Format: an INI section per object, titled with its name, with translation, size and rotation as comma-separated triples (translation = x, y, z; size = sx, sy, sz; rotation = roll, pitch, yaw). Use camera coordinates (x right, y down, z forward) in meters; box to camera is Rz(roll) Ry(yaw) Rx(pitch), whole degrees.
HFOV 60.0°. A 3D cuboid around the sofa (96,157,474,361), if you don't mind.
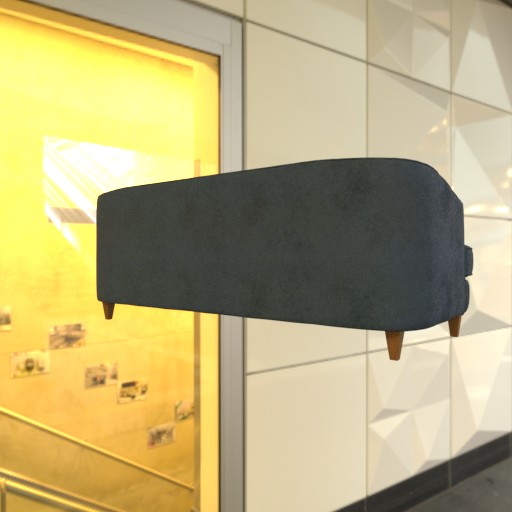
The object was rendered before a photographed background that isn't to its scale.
[sofa]
translation = 0.000, 0.000, 2.696
size = 2.278, 0.855, 0.941
rotation = 0, 0, 36
